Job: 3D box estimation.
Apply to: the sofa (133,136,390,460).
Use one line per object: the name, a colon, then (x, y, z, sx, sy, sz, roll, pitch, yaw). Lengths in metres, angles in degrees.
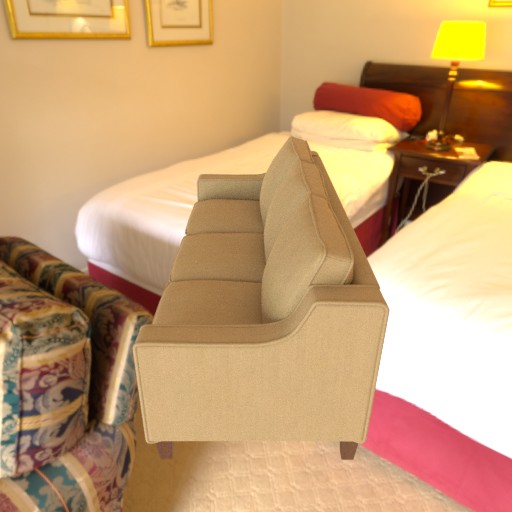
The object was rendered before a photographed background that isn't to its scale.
sofa: (0.000, 0.000, 2.516, 0.911, 0.974, 1.986, 0, 28, 0)
